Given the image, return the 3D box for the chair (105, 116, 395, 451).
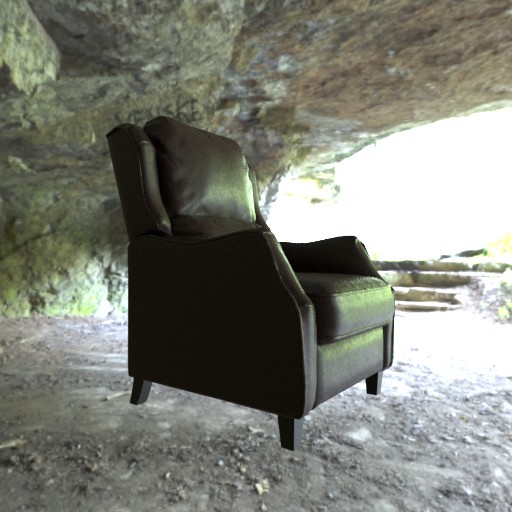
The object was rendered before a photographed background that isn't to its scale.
[{"bbox_3d":[0.000,0.000,1.784,0.982,1.132,0.770,0,0,37],"label":"chair"}]
